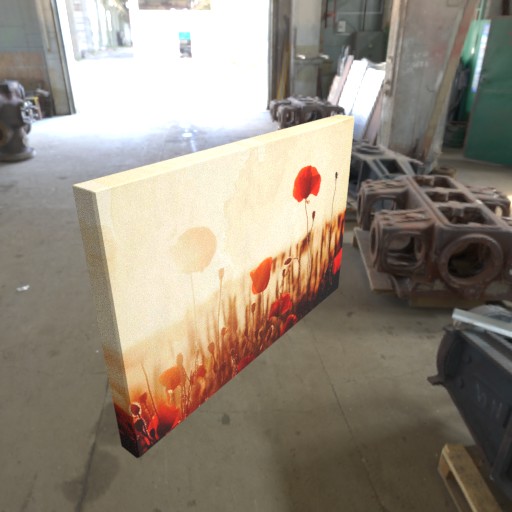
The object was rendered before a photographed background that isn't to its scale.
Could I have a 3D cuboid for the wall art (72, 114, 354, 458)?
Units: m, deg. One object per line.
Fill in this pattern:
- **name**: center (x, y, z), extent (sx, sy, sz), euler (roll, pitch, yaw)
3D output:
- **wall art**: center (0.000, 0.000, 0.779), extent (0.040, 0.402, 0.613), euler (19, 32, 33)
